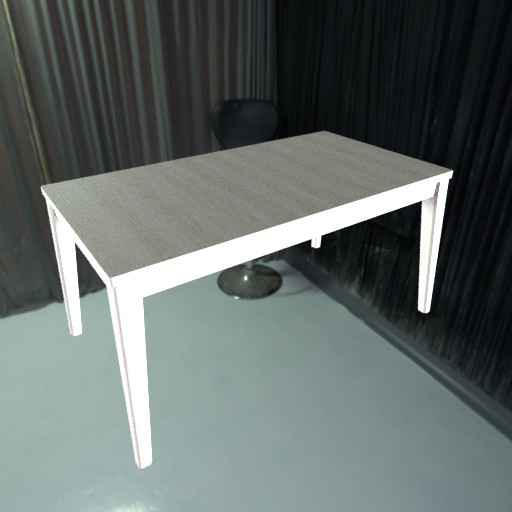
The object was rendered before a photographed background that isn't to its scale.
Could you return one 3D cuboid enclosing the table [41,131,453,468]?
[{"bbox_3d":[0.000,0.000,2.060,1.600,0.760,0.900,-19,35,-30],"label":"table"}]
